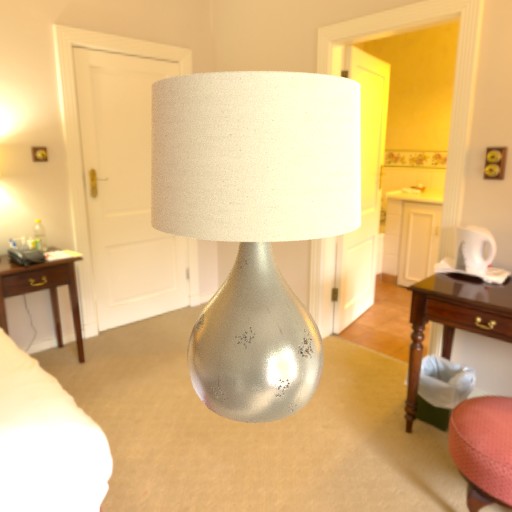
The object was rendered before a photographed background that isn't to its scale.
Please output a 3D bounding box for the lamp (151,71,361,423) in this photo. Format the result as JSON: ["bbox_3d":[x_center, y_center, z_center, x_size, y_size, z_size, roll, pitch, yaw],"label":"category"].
[{"bbox_3d":[0.000,0.000,0.729,0.330,0.521,0.330,0,14,0],"label":"lamp"}]
